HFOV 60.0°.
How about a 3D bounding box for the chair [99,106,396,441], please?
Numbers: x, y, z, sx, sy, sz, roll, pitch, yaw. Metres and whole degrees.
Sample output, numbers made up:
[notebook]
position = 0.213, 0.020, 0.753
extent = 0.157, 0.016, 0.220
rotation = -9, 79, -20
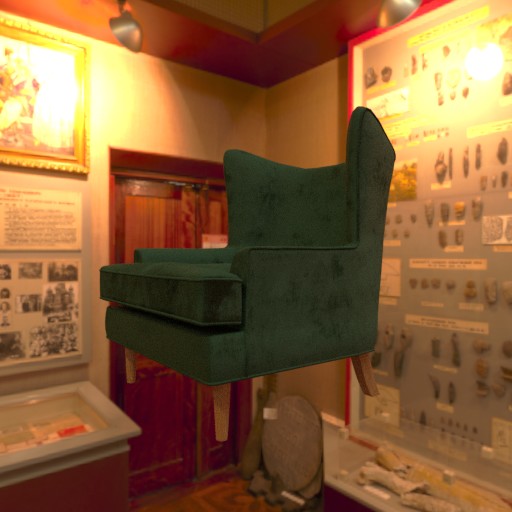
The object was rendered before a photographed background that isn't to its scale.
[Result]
[chair]
position = 0.000, 0.000, 1.618
extent = 0.910, 0.952, 0.793
rotation = 0, 1, -37
